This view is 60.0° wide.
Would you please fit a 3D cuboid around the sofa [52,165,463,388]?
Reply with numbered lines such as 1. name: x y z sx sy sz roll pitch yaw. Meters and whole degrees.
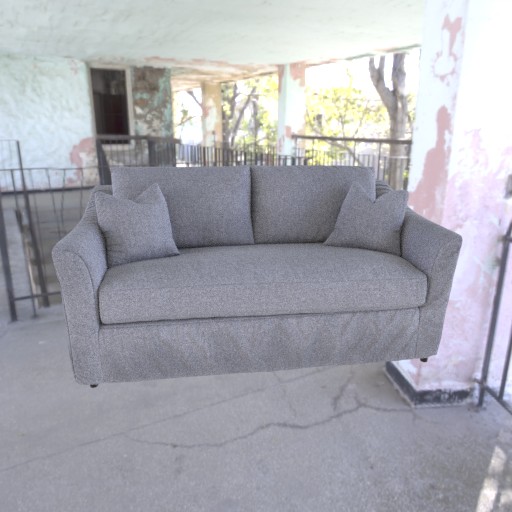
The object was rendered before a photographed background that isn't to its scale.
1. sofa: 0.000 0.000 2.645 2.010 1.018 1.072 -2 17 -8
